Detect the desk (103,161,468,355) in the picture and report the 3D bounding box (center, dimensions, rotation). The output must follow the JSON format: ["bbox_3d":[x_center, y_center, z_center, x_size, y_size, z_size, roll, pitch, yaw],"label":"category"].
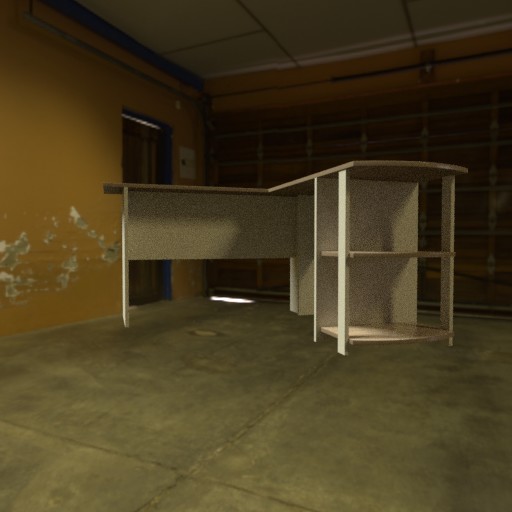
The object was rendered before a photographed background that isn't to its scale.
[{"bbox_3d":[0.000,0.000,2.090,1.361,0.716,1.303,-1,2,-18],"label":"desk"}]
